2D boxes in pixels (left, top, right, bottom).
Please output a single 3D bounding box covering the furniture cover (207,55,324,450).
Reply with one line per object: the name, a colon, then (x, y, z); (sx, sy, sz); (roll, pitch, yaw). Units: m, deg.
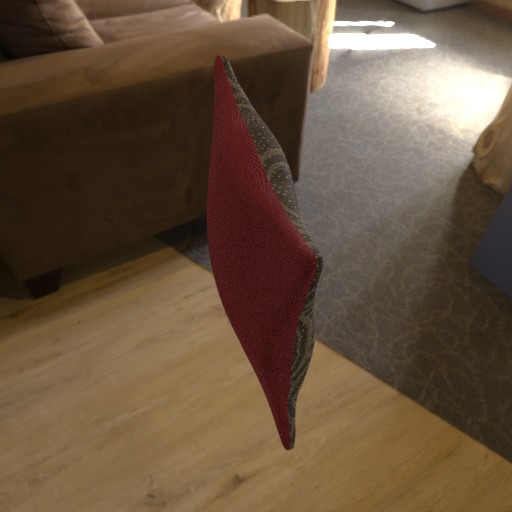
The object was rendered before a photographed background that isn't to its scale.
furniture cover: (0.000, 0.000, 0.796); (0.163, 0.513, 0.514); (-10, 47, -10)
